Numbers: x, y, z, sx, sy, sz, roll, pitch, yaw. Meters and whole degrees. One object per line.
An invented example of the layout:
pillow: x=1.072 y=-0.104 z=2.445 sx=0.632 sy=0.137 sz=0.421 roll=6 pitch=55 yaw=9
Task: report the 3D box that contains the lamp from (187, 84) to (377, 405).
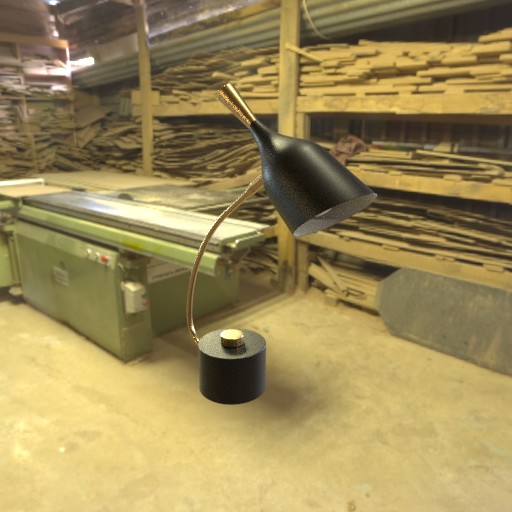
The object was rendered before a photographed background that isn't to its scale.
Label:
lamp: x=0.000 y=0.000 z=0.628 sx=0.110 sy=0.464 sz=0.352 roll=-14 pitch=21 yaw=-41
